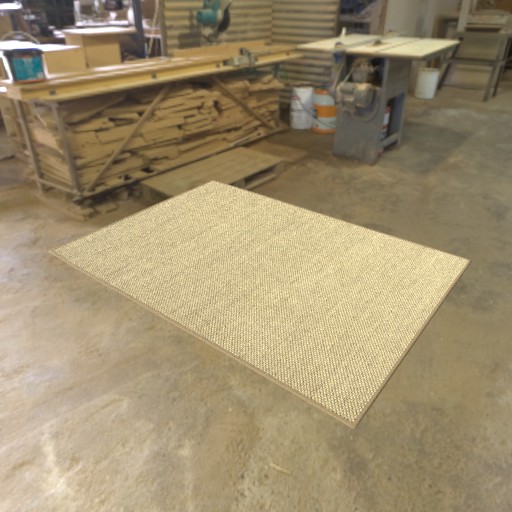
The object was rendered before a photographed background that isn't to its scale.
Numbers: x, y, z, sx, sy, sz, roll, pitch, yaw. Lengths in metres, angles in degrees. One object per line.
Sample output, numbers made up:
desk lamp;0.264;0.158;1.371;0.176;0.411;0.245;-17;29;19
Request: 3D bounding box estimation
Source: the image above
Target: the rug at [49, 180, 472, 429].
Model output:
rug;0.000;0.000;2.711;2.115;0.013;1.517;22;38;32
